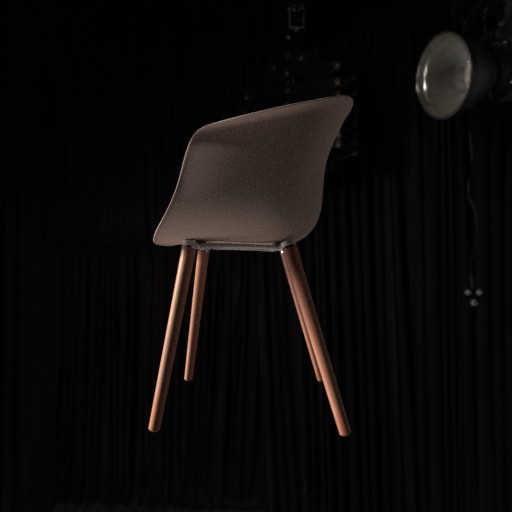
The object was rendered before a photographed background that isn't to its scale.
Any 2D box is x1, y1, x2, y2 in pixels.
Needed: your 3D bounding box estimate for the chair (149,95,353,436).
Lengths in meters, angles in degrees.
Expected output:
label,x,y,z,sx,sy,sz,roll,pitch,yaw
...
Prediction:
label,x,y,z,sx,sy,sz,roll,pitch,yaw
chair,0.000,0.000,1.184,0.504,0.781,0.593,0,-1,2
